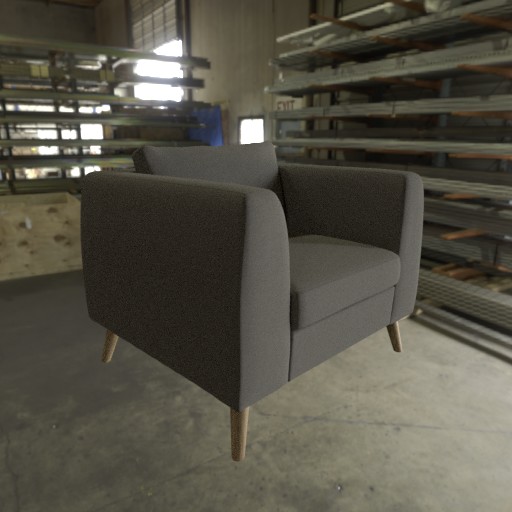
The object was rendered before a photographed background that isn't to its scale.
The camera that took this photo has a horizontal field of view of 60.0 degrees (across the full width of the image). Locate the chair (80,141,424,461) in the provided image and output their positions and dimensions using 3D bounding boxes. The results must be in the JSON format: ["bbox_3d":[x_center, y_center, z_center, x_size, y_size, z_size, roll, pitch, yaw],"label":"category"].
[{"bbox_3d":[0.000,0.000,1.732,1.000,0.860,0.930,-14,21,-43],"label":"chair"}]
